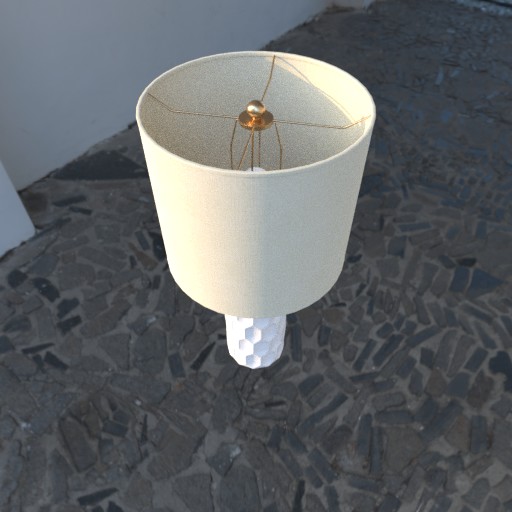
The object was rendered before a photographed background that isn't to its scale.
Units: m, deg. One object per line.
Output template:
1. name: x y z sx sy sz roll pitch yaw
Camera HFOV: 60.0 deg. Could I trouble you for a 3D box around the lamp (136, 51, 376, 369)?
1. lamp: 0.000 0.000 0.716 0.277 0.537 0.277 -32 55 -26
